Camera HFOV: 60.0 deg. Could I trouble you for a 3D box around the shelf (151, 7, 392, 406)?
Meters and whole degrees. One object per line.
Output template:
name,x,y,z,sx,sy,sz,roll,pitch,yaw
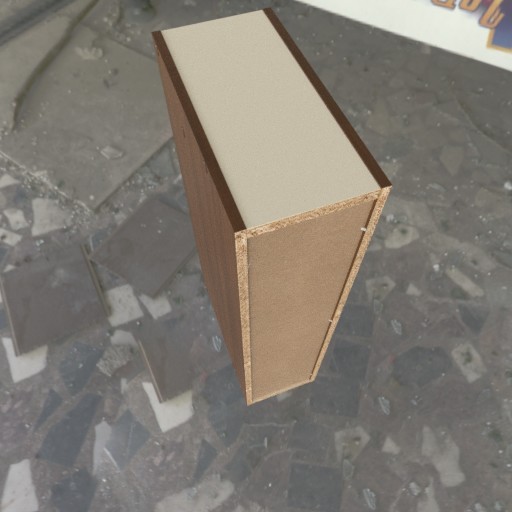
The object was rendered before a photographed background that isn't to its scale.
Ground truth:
shelf,0.000,0.000,0.695,0.147,0.600,0.290,-17,60,-10
